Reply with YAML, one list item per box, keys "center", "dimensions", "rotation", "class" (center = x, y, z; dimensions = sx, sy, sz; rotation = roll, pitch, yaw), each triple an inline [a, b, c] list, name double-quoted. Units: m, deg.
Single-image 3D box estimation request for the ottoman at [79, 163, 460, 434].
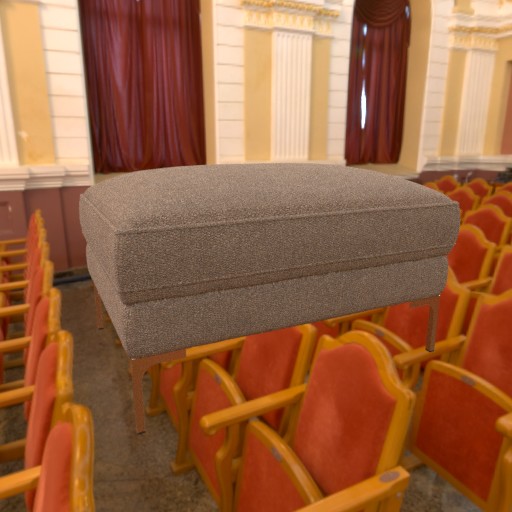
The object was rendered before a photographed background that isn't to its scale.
- center: [0.000, 0.000, 1.143]
  dimensions: [0.785, 0.464, 0.583]
  rotation: [-7, 16, -26]
  class: "ottoman"
